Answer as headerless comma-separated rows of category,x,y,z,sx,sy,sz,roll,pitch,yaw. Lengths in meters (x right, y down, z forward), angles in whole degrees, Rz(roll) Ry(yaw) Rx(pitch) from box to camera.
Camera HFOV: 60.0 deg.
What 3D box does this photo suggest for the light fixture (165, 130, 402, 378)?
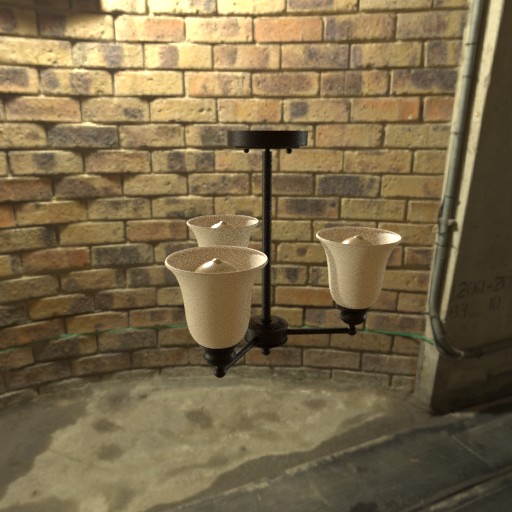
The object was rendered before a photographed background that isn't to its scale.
light fixture,0.000,0.000,0.679,0.388,0.370,0.354,8,17,27
